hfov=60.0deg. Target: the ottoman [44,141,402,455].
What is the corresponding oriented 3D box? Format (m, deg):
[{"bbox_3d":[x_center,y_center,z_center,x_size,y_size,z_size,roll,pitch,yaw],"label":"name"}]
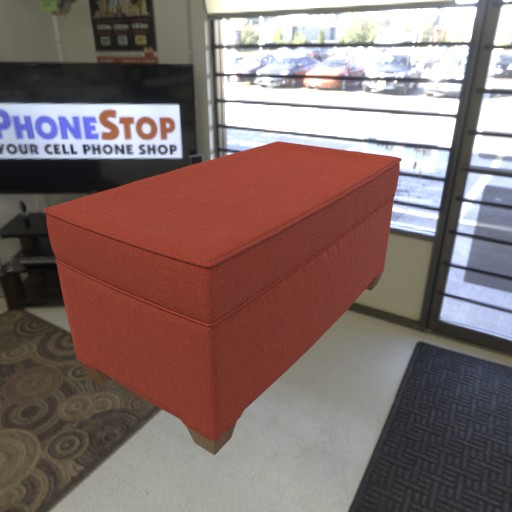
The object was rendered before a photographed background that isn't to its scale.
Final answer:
[{"bbox_3d":[0.000,0.000,1.254,0.497,0.454,0.948,17,30,31],"label":"ottoman"}]
